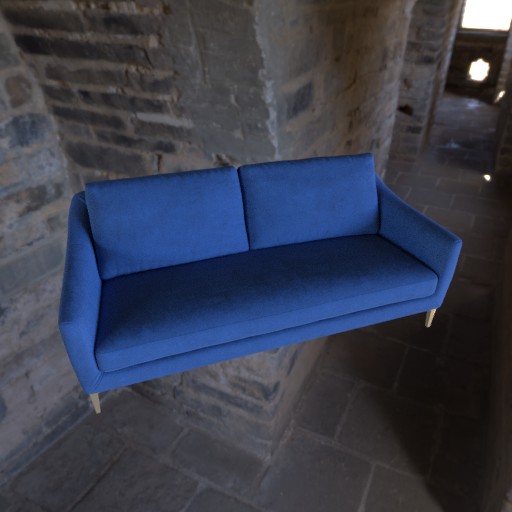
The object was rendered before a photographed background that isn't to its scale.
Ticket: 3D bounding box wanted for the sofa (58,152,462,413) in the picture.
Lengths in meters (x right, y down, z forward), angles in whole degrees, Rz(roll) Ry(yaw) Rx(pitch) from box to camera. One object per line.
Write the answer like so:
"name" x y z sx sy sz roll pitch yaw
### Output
"sofa" 0.000 0.000 2.526 2.036 0.903 0.960 -10 32 -17
